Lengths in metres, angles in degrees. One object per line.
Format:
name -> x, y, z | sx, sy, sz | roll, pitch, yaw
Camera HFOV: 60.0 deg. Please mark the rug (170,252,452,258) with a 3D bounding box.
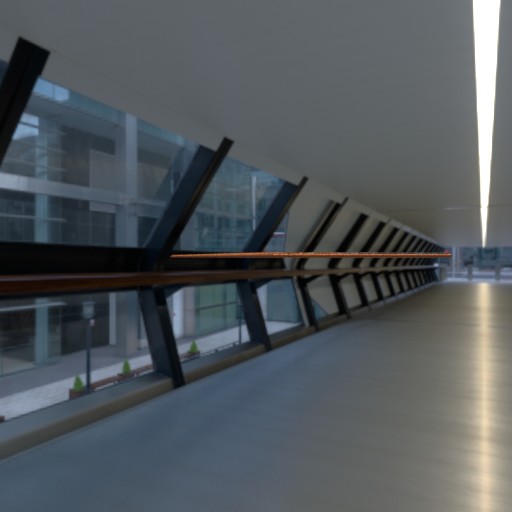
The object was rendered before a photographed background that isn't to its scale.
rug -> 0.000, 0.000, 2.476 | 0.651, 0.016, 2.274 | 0, 0, -18
